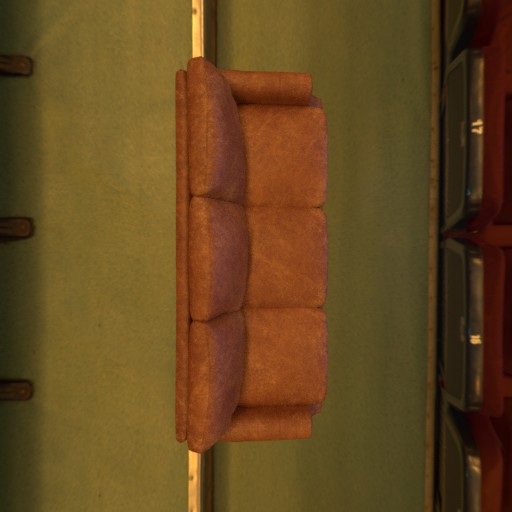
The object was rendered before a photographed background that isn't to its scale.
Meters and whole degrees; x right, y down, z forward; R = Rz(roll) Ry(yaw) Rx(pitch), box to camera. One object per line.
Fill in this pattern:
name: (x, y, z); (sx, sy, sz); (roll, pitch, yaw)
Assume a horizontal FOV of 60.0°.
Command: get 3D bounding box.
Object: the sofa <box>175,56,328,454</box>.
sofa: (0.000, 0.000, 2.907); (0.973, 0.977, 2.351); (0, 90, -2)
